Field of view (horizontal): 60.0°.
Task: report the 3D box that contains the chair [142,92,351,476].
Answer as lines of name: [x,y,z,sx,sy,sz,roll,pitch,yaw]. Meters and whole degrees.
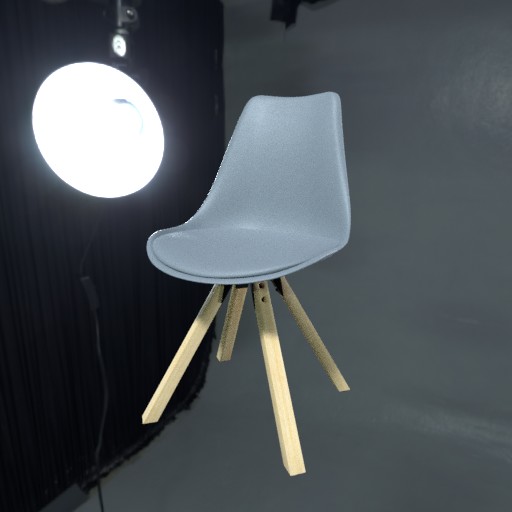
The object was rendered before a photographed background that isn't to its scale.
chair: [0.000,0.000,1.166,0.485,0.850,0.549,7,16,26]
